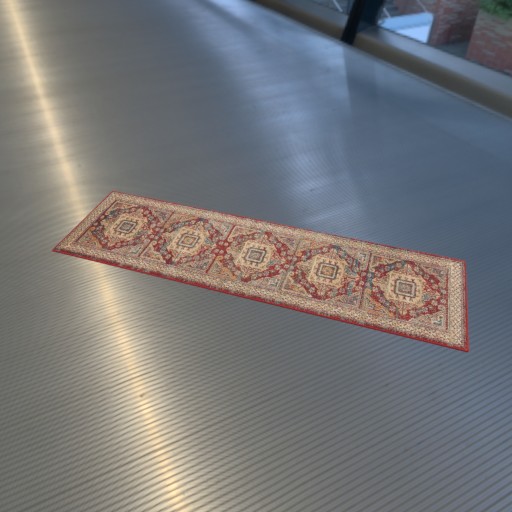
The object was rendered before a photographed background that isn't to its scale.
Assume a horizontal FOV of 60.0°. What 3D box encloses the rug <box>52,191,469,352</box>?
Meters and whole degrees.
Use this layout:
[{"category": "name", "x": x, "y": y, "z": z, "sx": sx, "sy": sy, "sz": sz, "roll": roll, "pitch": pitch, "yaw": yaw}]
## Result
[{"category": "rug", "x": 0.000, "y": 0.000, "z": 2.552, "sx": 2.292, "sy": 0.015, "sz": 0.659, "roll": 12, "pitch": 43, "yaw": 13}]
